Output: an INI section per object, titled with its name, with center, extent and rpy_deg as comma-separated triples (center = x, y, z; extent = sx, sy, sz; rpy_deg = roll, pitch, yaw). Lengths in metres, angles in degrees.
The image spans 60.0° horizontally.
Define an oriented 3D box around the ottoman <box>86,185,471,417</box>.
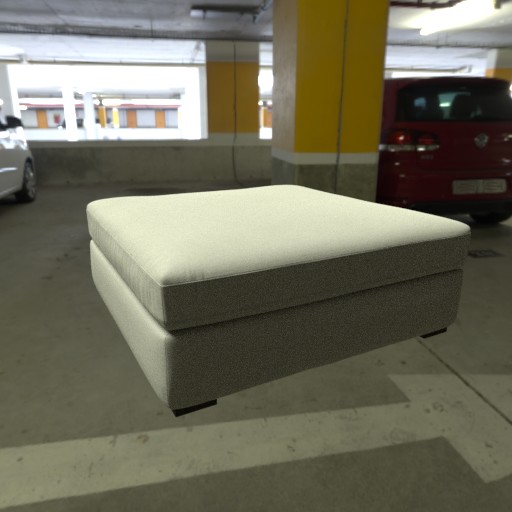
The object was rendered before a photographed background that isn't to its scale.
[ottoman]
center = 0.000, 0.000, 1.826
extent = 1.167, 0.482, 1.163
rpy_deg = -9, 19, -27
